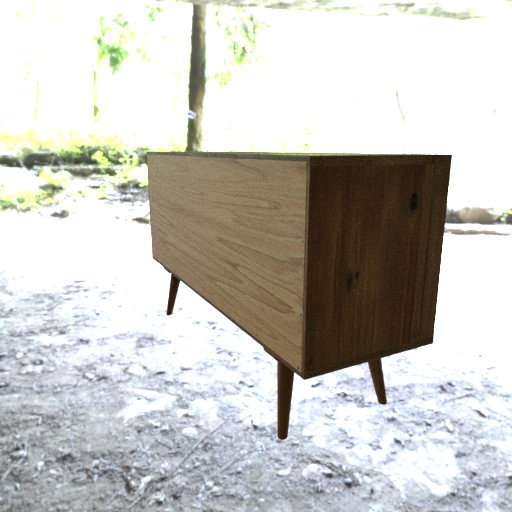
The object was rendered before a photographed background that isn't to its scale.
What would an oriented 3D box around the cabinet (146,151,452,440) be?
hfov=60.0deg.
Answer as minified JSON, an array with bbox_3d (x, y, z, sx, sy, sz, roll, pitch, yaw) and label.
[{"bbox_3d":[0.000,0.000,1.760,0.472,0.800,1.400,-7,15,-27],"label":"cabinet"}]
